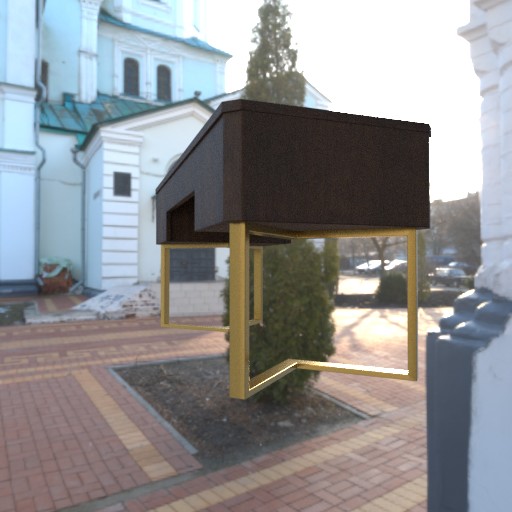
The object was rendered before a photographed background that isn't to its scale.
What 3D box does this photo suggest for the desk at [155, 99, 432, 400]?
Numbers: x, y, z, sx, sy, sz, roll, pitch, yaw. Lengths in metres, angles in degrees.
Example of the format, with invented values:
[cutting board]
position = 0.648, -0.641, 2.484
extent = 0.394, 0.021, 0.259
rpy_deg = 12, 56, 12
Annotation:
[desk]
position = 0.000, 0.000, 1.903
extent = 0.684, 0.762, 1.479
rpy_deg = 0, -1, -20
